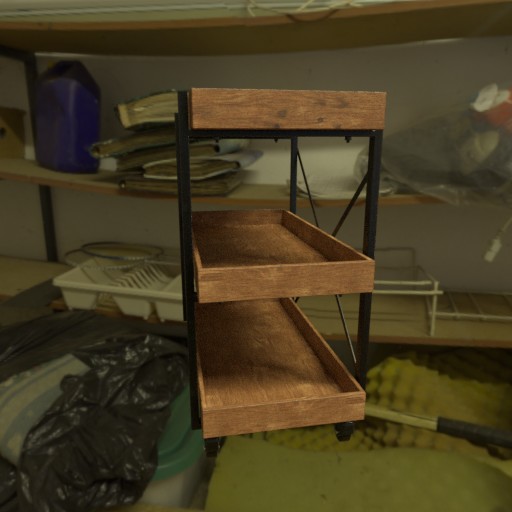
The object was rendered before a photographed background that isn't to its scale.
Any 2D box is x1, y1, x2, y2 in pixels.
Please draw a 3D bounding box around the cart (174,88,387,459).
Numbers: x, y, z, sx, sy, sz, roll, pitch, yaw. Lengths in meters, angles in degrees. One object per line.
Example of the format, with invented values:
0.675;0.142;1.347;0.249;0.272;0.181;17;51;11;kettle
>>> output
0.000;0.000;1.246;0.411;0.800;0.750;-3;15;-10;cart
